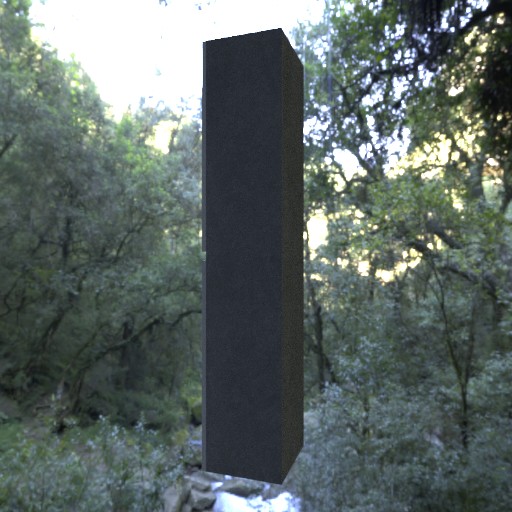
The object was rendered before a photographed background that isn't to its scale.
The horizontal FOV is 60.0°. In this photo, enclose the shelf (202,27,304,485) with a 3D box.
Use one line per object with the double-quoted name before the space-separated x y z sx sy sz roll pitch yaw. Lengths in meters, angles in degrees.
"shelf" 0.000 0.000 1.541 0.270 1.400 0.300 0 0 19
